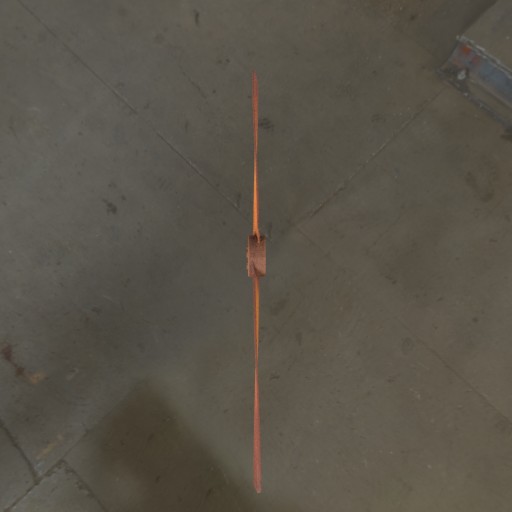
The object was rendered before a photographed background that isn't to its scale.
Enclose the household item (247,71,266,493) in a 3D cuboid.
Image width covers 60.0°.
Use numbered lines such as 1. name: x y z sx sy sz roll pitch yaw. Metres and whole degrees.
1. household item: 0.000 0.000 1.233 0.051 0.121 1.181 0 74 0
